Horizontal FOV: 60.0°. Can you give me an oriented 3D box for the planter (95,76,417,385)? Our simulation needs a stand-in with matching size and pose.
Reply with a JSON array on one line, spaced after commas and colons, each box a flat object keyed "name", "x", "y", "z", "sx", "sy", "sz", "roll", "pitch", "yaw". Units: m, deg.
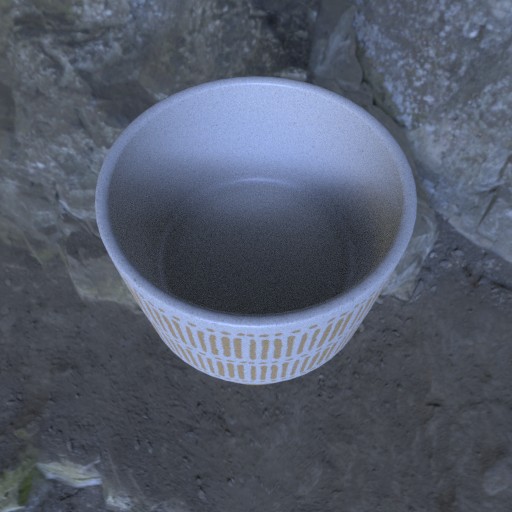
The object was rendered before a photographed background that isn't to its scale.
[{"name": "planter", "x": 0.000, "y": 0.000, "z": 0.570, "sx": 0.317, "sy": 0.303, "sz": 0.317, "roll": 0, "pitch": 59, "yaw": 0}]
